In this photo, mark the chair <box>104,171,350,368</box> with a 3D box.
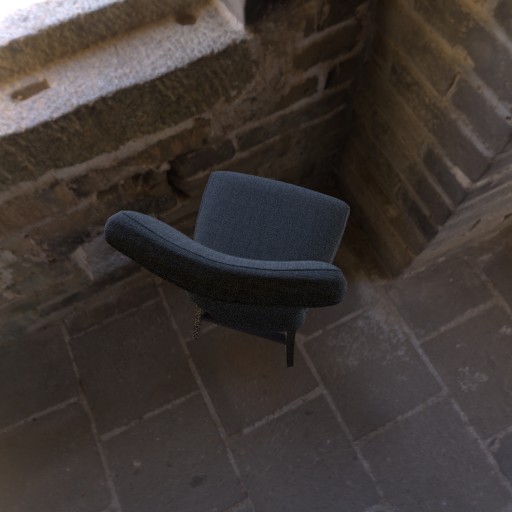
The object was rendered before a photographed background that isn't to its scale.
[{"bbox_3d":[0.000,0.000,1.430,0.520,0.991,0.660,15,65,7],"label":"chair"}]
